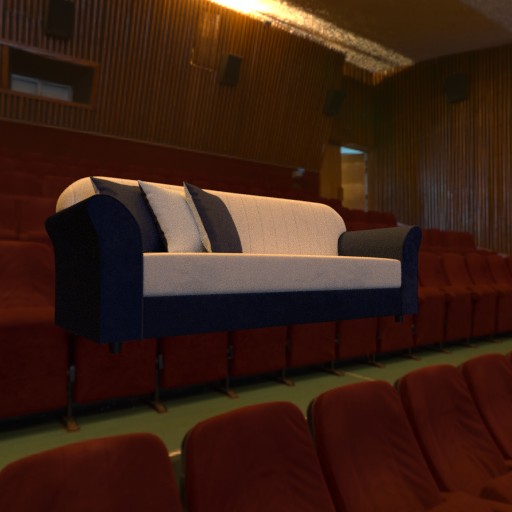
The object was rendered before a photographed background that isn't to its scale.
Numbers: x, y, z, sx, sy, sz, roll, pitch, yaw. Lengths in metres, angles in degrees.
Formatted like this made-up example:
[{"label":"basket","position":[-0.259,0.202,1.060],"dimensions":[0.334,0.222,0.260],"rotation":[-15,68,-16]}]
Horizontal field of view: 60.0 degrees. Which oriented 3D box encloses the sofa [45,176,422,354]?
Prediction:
[{"label":"sofa","position":[0.000,0.000,2.444],"dimensions":[2.006,0.789,0.749],"rotation":[1,-2,-36]}]
